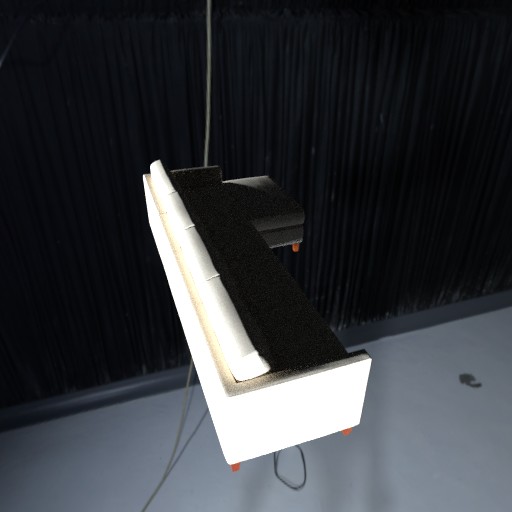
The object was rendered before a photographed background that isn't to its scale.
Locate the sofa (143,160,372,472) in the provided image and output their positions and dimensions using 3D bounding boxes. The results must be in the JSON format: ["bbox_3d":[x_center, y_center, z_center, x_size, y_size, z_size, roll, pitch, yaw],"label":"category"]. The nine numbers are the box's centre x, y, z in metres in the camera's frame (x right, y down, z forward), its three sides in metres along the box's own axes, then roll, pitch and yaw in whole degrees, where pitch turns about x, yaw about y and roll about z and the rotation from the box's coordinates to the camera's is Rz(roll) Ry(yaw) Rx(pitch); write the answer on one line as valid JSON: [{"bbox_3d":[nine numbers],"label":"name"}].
[{"bbox_3d":[0.000,0.000,4.137,1.603,0.954,3.471,-11,34,-16],"label":"sofa"}]
